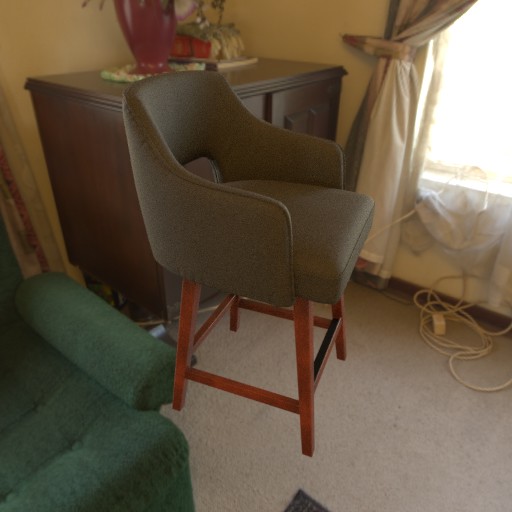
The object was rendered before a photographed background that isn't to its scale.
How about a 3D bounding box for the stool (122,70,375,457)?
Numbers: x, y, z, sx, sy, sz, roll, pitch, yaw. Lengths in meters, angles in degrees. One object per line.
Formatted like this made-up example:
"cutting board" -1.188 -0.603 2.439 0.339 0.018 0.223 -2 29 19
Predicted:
"stool" 0.000 0.000 1.225 0.558 0.912 0.548 11 31 19
